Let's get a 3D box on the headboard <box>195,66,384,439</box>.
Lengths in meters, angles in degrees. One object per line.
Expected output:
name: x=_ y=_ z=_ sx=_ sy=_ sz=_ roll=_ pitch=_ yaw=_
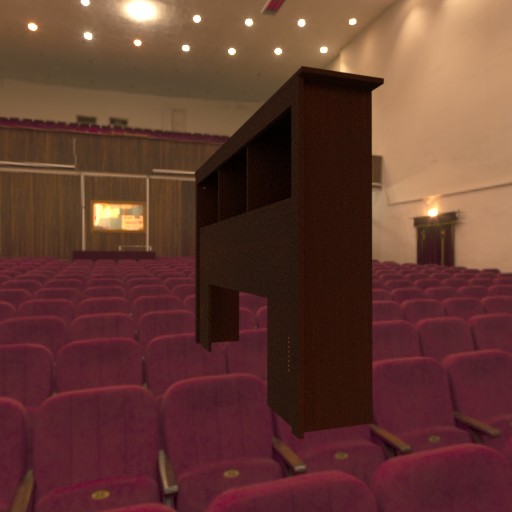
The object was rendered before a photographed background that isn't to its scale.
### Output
headboard: x=0.000 y=0.000 z=2.120 sx=0.279 sy=1.092 sz=1.671 roll=0 pitch=0 yaw=-19
